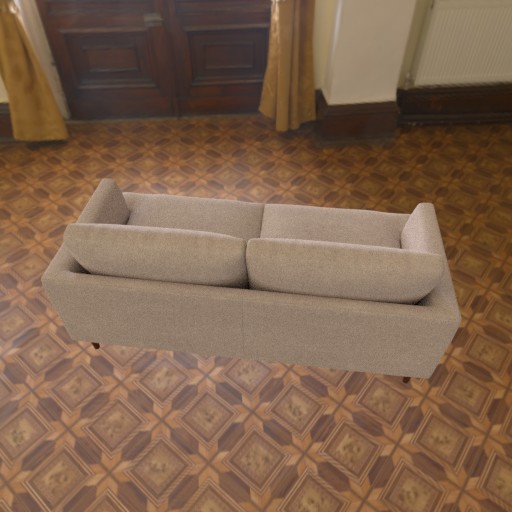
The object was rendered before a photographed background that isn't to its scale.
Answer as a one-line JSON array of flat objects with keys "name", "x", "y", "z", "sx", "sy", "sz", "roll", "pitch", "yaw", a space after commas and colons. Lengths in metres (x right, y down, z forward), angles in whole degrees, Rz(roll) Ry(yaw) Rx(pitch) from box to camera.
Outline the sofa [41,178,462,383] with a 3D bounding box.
[{"name": "sofa", "x": 0.000, "y": 0.000, "z": 2.505, "sx": 1.948, "sy": 0.868, "sz": 1.020, "roll": 5, "pitch": 46, "yaw": 5}]
